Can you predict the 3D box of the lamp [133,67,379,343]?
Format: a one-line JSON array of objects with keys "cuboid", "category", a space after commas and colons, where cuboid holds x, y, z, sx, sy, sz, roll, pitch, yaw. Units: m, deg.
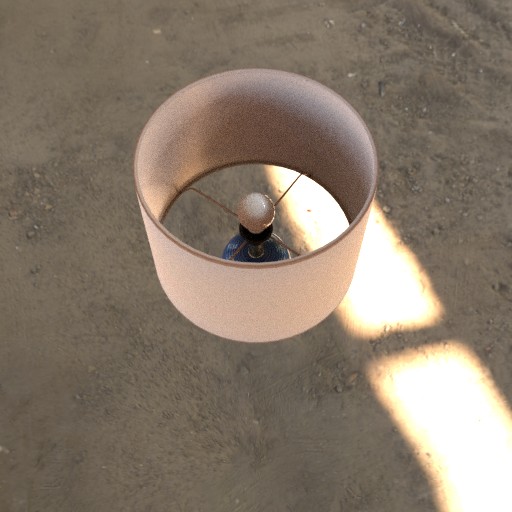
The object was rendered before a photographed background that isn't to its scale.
[{"cuboid": [0.000, 0.000, 0.852, 0.367, 0.609, 0.367, 0, 64, 0], "category": "lamp"}]
